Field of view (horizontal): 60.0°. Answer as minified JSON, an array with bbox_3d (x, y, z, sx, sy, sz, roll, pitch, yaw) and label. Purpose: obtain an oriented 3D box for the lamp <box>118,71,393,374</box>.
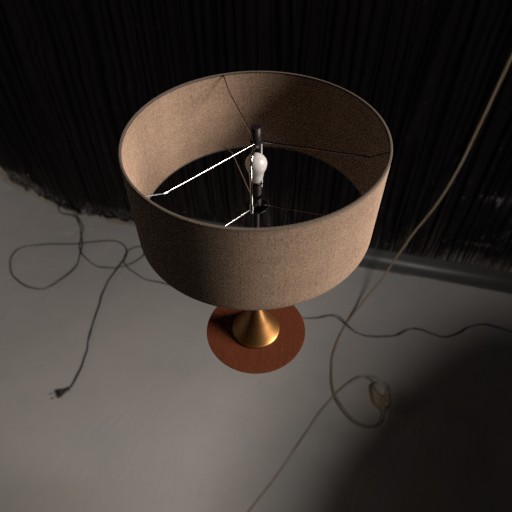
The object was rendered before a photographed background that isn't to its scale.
[{"bbox_3d":[0.000,0.000,0.847,0.396,0.551,0.417,9,48,9],"label":"lamp"}]
